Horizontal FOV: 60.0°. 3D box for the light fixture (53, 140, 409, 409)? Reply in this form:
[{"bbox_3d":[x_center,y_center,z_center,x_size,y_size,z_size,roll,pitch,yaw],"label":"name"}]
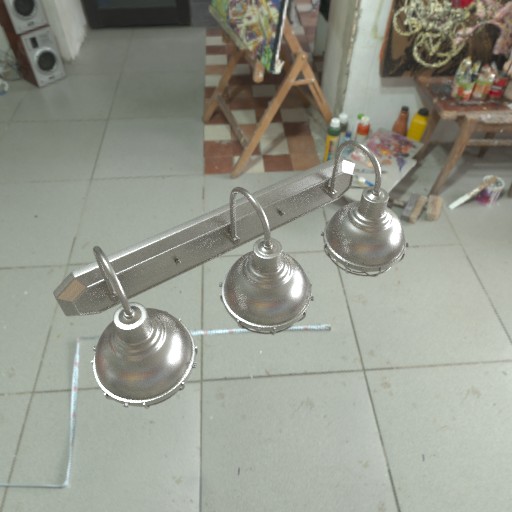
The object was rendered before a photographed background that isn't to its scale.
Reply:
[{"bbox_3d":[0.000,0.000,0.768,0.634,0.254,0.229,-26,54,-21],"label":"light fixture"}]
